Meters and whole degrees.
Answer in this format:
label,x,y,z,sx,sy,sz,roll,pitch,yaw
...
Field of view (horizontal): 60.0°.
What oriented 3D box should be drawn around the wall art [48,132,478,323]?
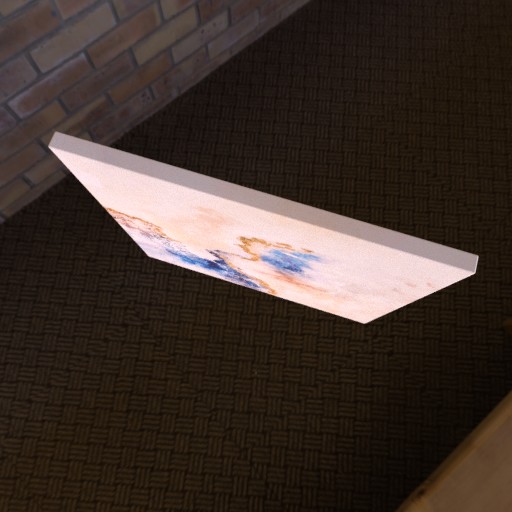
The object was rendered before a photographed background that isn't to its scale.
label,x,y,z,sx,sy,sz,roll,pitch,yaw
wall art,0.000,0.000,1.313,0.889,0.889,0.038,17,76,4
